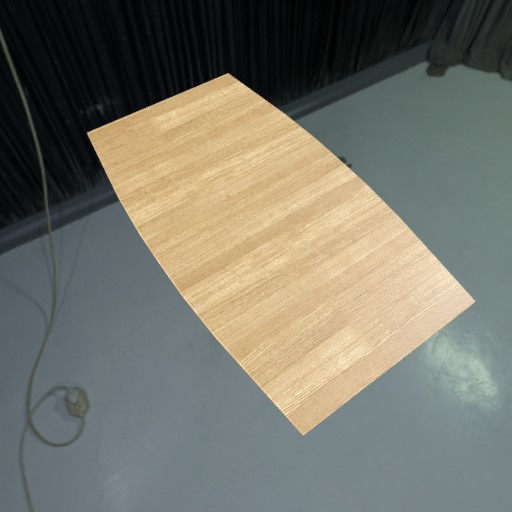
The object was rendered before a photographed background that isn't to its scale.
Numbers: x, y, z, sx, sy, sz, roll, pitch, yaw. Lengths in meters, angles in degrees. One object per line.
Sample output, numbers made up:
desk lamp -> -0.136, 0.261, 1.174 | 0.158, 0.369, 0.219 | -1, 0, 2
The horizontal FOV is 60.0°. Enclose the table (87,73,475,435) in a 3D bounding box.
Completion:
table -> 0.000, 0.000, 2.113 | 0.900, 0.748, 1.598 | -30, 62, -18
